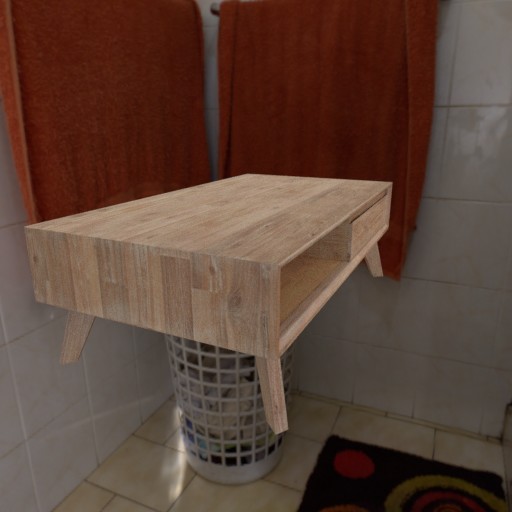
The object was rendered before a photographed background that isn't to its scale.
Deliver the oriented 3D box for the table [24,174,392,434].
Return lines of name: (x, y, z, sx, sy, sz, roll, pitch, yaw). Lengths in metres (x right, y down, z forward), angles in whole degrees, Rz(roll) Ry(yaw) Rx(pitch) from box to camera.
table: (0.000, 0.000, 2.039, 0.918, 0.531, 1.619, 8, 19, 25)
